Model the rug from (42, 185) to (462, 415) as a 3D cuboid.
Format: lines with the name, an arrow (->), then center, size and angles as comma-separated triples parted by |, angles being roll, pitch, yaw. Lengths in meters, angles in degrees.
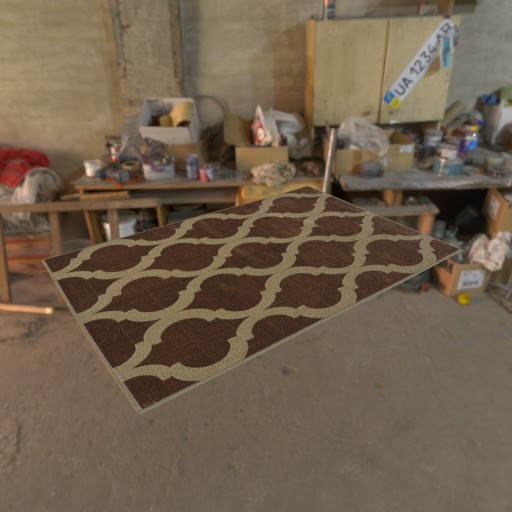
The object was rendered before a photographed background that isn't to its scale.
rug -> 0.000, 0.000, 2.868 | 2.290, 0.014, 1.526 | -20, 35, -31
